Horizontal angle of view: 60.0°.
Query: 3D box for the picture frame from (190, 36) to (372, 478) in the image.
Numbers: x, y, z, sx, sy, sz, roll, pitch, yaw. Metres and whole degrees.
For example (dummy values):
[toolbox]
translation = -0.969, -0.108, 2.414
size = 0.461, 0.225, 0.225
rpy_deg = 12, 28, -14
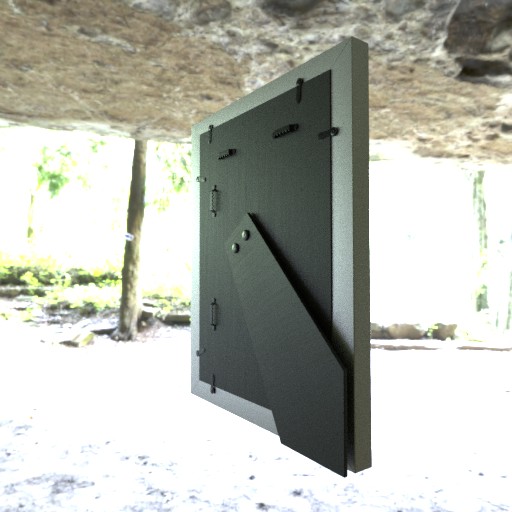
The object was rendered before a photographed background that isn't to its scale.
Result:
[picture frame]
translation = 0.000, 0.000, 0.518
size = 0.036, 0.386, 0.307
rpy_deg = 1, -2, -36
